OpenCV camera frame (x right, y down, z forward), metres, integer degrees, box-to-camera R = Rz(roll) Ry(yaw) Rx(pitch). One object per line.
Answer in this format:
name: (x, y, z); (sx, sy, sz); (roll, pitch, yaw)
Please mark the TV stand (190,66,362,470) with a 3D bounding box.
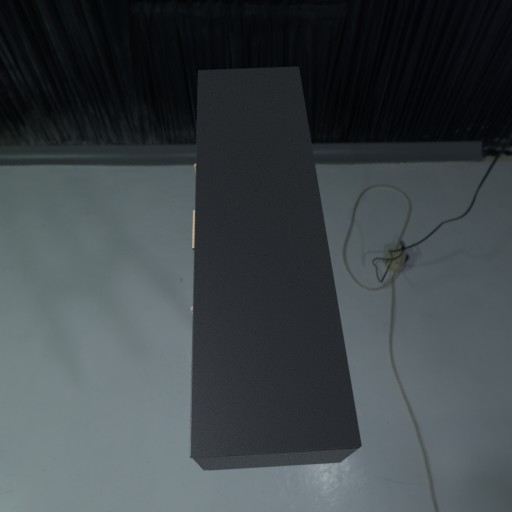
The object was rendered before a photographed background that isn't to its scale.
TV stand: (0.000, 0.000, 1.518); (0.390, 0.518, 1.312); (-3, 59, -2)
